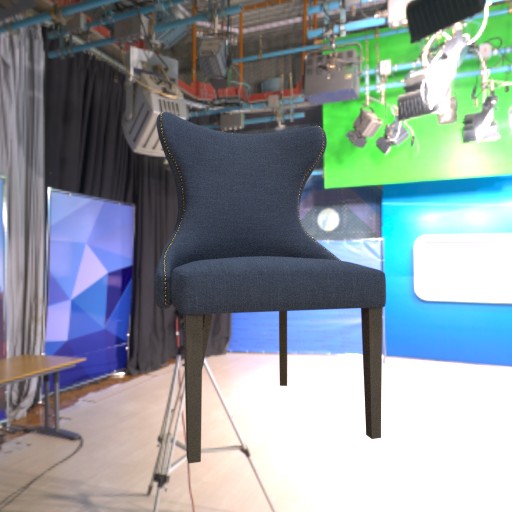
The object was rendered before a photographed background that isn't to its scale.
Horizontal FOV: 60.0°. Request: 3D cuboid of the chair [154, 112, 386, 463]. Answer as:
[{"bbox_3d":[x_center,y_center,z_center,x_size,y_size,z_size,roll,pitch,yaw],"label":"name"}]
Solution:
[{"bbox_3d":[0.000,0.000,1.398,0.628,0.967,0.635,0,0,-16],"label":"chair"}]
